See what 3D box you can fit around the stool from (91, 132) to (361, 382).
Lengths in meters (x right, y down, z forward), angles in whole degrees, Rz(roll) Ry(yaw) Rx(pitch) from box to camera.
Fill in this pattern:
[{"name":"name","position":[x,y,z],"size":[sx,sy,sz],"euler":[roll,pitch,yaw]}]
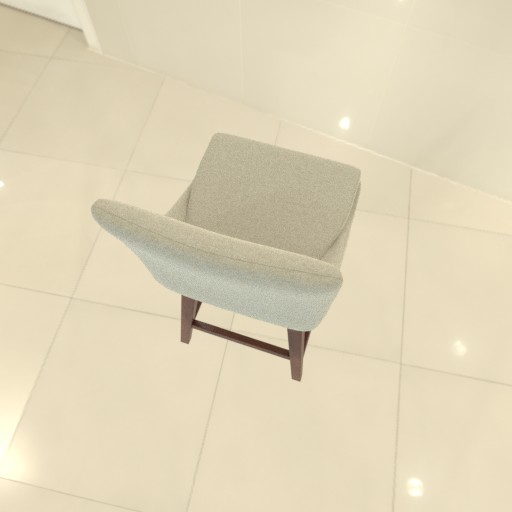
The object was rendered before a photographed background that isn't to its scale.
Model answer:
[{"name":"stool","position":[0.000,0.000,1.271],"size":[0.469,0.991,0.559],"euler":[17,64,8]}]
